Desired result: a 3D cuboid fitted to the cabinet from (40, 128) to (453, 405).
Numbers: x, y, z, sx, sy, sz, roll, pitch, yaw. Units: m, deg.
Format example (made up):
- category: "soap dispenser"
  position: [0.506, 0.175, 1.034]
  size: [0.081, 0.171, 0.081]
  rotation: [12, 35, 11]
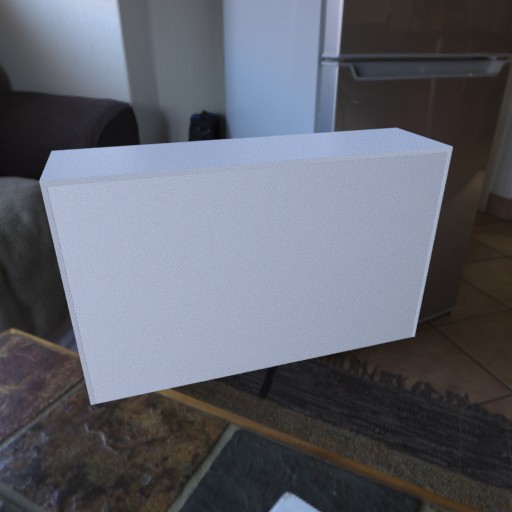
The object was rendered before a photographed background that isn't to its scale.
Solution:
- category: "cabinet"
  position: [0.000, 0.000, 1.860]
  size: [1.450, 0.900, 0.380]
  rotation: [-8, 28, -15]
